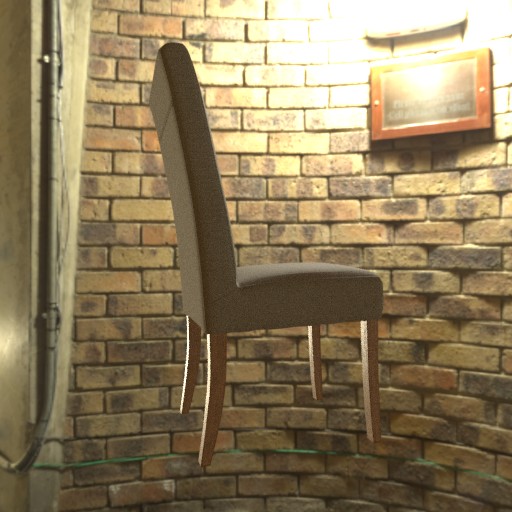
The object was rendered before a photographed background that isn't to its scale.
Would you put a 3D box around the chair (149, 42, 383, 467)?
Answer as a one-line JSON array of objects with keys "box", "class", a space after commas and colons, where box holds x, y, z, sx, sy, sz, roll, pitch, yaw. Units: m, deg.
[{"box": [0.000, 0.000, 1.339, 0.611, 1.033, 0.450, 0, 0, -17], "class": "chair"}]
